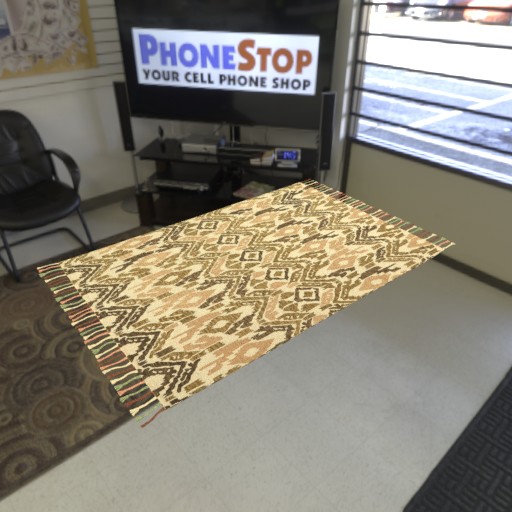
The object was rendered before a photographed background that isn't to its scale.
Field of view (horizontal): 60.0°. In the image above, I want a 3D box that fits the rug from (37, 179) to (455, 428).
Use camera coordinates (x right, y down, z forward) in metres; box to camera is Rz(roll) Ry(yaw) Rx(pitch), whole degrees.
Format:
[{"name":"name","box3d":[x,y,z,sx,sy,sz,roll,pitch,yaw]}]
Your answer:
[{"name":"rug","box3d":[0.000,0.000,2.993,2.438,0.008,1.524,-23,39,-31]}]
